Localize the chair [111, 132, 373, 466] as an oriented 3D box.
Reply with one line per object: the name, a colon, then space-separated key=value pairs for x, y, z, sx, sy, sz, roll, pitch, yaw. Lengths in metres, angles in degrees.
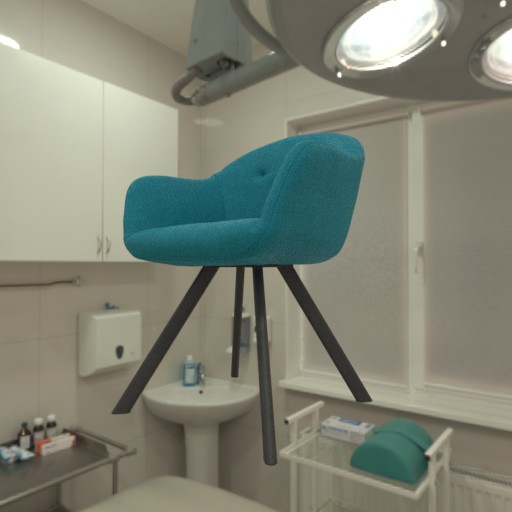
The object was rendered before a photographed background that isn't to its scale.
chair: x=0.000 y=0.000 z=1.180 sx=0.545 sy=0.775 sz=0.565 roll=-1 pitch=-1 yaw=36
